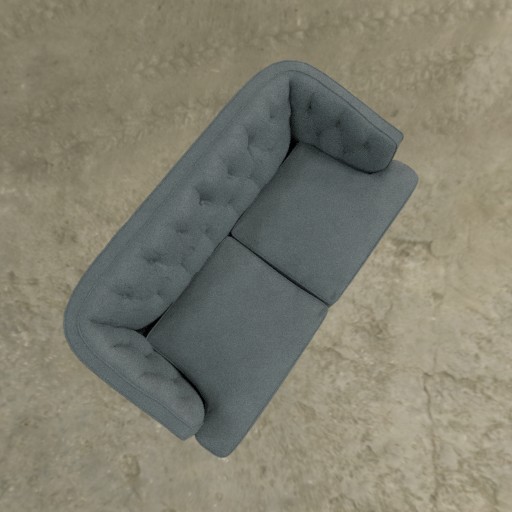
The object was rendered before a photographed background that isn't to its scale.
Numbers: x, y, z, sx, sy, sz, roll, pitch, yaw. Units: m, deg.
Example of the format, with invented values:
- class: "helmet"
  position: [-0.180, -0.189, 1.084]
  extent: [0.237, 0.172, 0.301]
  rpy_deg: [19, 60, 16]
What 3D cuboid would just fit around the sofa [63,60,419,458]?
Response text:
- class: "sofa"
  position: [0.000, 0.000, 2.250]
  extent: [0.941, 0.855, 1.733]
  rpy_deg: [35, 78, 9]
